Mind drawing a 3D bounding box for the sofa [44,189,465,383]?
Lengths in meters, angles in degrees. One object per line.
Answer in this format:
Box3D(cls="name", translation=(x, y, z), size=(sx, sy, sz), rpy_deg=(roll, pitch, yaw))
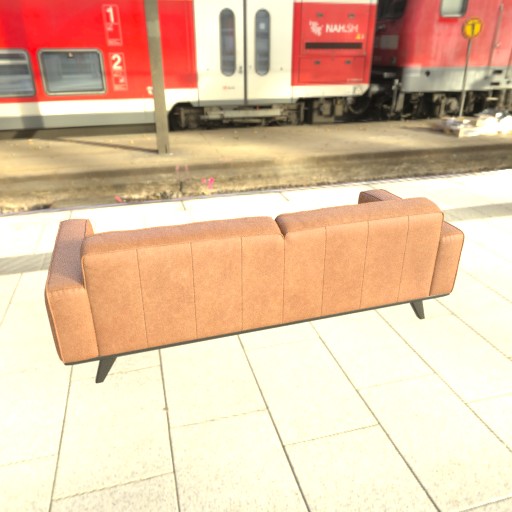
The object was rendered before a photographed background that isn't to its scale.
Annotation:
Box3D(cls="sofa", translation=(0.000, 0.000, 2.704), size=(2.270, 0.780, 0.953), rpy_deg=(-8, 27, -16))
